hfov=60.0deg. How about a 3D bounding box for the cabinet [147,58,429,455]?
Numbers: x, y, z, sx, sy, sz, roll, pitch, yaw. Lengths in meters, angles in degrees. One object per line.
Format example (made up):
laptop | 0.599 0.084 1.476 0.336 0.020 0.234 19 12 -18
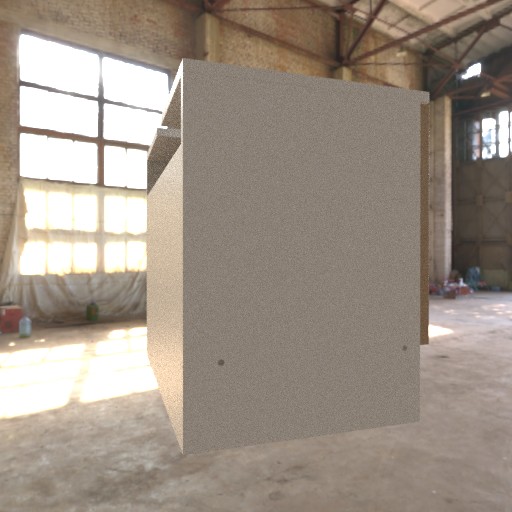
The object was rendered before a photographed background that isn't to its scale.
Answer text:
cabinet | 0.000 0.000 0.929 0.400 0.522 0.600 0 0 -18
